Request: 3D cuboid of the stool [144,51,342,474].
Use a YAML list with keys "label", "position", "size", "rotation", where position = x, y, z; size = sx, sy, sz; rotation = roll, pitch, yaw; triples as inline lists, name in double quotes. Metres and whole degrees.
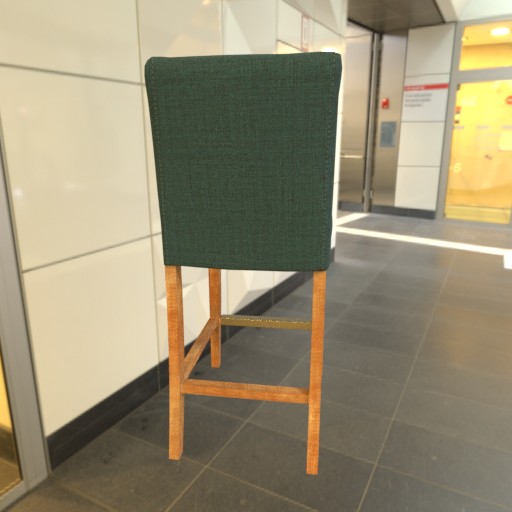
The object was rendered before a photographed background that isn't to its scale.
- label: "stool"
  position: [0.000, 0.000, 1.332]
  size: [0.454, 1.039, 0.567]
  rotation: [2, 15, 8]
